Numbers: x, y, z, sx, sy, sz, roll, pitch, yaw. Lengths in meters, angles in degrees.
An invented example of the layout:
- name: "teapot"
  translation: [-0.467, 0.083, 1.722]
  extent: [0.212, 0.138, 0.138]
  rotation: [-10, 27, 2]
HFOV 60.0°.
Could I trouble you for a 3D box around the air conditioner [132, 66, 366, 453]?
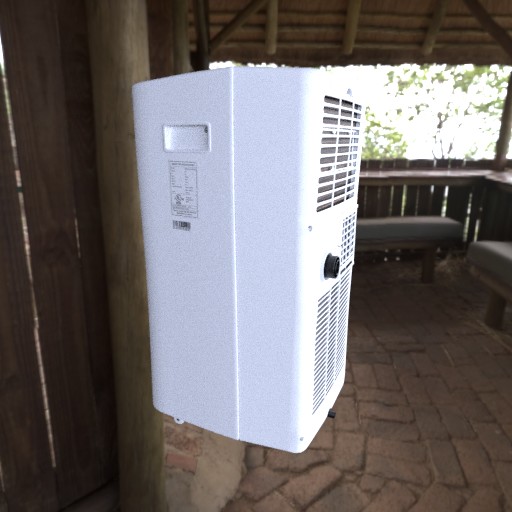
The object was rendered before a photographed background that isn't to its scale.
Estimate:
- name: "air conditioner"
  translation: [0.000, 0.000, 0.815]
  extent: [0.349, 0.606, 0.304]
  rotation: [7, 16, 25]
